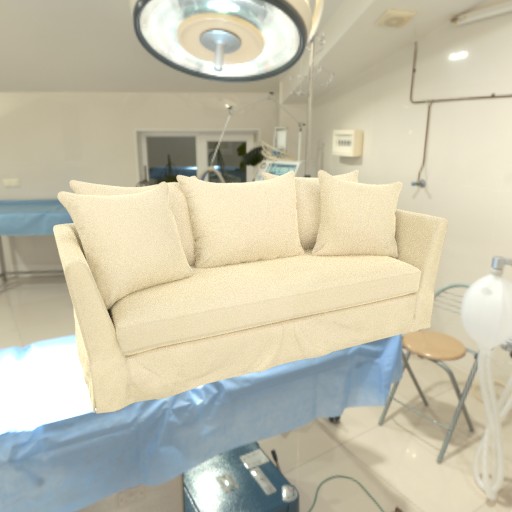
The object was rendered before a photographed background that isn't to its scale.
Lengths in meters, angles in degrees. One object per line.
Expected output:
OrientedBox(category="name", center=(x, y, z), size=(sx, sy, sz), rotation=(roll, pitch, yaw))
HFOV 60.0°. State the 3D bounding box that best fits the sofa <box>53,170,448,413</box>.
OrientedBox(category="sofa", center=(0.000, 0.000, 2.834), size=(2.290, 1.034, 1.031), rotation=(-8, 18, -25))
